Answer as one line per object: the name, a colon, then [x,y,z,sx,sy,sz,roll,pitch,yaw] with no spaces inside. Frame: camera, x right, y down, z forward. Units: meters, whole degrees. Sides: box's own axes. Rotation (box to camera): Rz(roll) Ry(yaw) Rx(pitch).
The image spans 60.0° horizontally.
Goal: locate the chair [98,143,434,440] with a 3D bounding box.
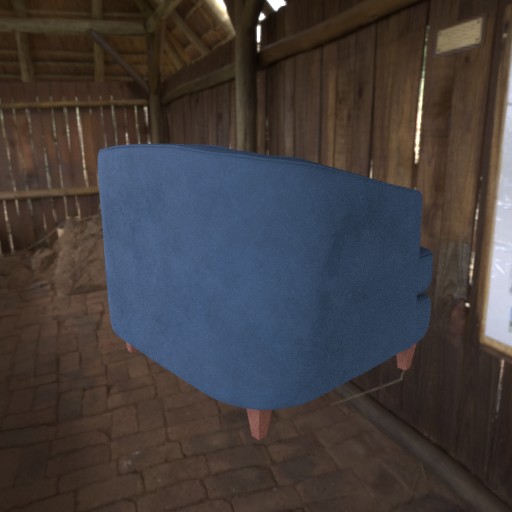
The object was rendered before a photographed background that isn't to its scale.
chair: [0.000,0.000,1.738,0.940,0.852,1.094,-13,19,-41]
